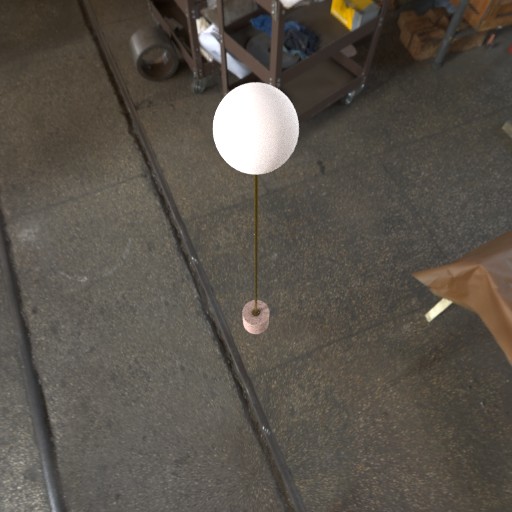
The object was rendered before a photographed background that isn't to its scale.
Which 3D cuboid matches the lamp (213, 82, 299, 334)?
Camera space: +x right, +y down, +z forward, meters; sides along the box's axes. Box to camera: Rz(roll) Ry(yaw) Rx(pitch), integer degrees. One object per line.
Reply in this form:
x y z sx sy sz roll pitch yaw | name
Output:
0.000 0.000 1.859 0.229 1.748 0.229 30 67 14 | lamp
